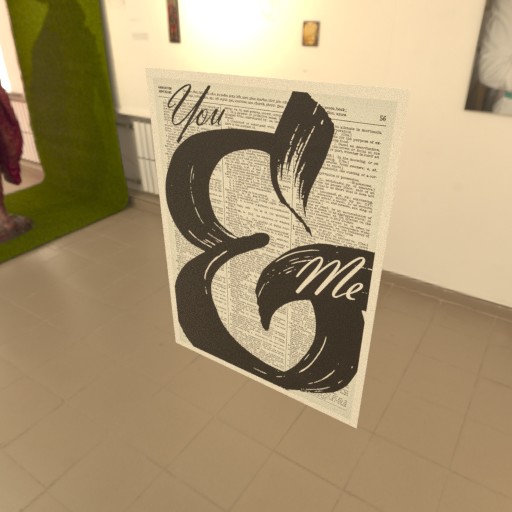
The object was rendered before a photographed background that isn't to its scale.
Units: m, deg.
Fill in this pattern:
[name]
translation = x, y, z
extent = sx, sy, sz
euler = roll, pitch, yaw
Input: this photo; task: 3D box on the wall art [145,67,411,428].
[wall art]
translation = 0.000, 0.000, 0.806
extent = 0.457, 0.609, 0.003
euler = 18, 33, 29
